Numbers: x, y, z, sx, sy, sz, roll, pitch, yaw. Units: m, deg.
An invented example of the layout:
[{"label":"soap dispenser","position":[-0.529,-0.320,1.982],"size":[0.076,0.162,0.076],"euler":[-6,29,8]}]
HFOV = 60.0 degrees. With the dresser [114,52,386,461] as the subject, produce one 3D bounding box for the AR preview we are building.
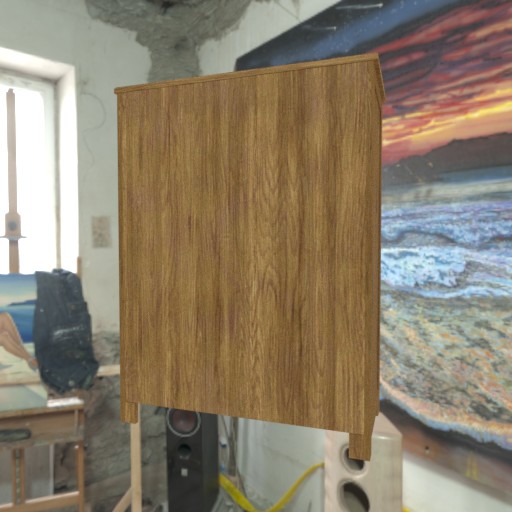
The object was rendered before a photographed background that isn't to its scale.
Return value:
[{"label":"dresser","position":[0.000,0.000,1.983],"size":[1.081,1.431,0.558],"euler":[1,2,19]}]
